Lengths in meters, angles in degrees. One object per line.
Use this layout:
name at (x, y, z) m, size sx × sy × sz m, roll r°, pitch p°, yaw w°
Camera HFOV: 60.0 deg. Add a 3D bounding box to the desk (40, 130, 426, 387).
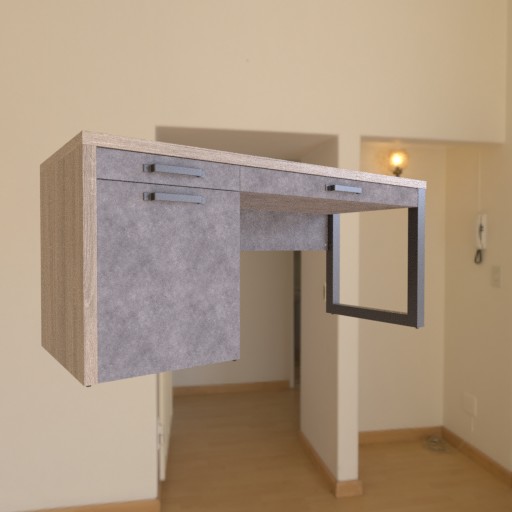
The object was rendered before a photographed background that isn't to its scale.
desk at (0.000, 0.000, 2.051) m, size 1.700 × 0.760 × 0.690 m, roll -1°, pitch 1°, yaw -36°
